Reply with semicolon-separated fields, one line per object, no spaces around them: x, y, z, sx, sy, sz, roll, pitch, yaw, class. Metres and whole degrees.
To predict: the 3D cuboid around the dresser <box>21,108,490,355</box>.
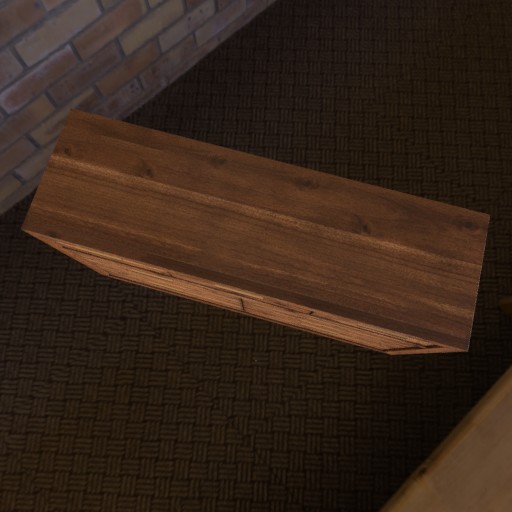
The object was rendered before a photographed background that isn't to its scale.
0.000;0.000;1.805;1.387;0.892;0.438;15;77;4;dresser
